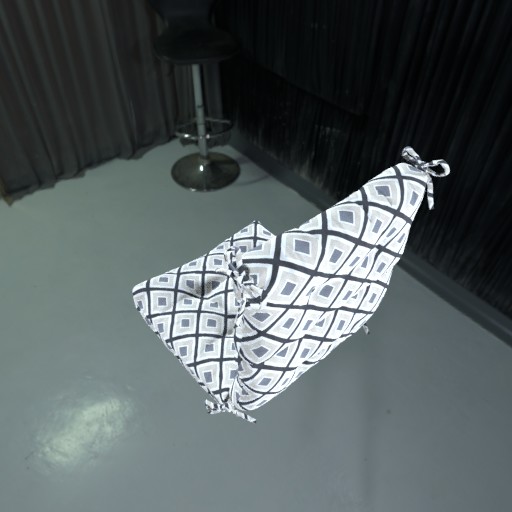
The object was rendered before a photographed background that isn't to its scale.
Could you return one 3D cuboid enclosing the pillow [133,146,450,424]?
[{"bbox_3d":[0.000,0.000,1.067,0.519,0.605,0.571,-31,53,-27],"label":"pillow"}]
